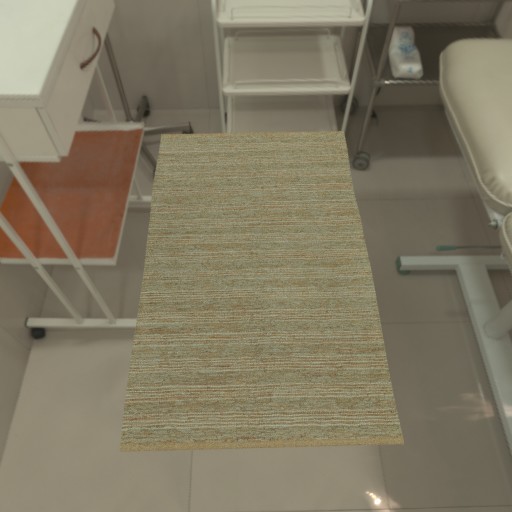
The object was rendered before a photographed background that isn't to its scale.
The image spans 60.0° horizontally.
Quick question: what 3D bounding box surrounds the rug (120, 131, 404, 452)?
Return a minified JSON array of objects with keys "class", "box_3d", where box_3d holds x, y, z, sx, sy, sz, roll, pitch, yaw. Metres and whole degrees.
[{"class":"rug","box_3d":[0.000,0.000,3.036,1.540,0.012,2.448,-1,57,-1]}]
